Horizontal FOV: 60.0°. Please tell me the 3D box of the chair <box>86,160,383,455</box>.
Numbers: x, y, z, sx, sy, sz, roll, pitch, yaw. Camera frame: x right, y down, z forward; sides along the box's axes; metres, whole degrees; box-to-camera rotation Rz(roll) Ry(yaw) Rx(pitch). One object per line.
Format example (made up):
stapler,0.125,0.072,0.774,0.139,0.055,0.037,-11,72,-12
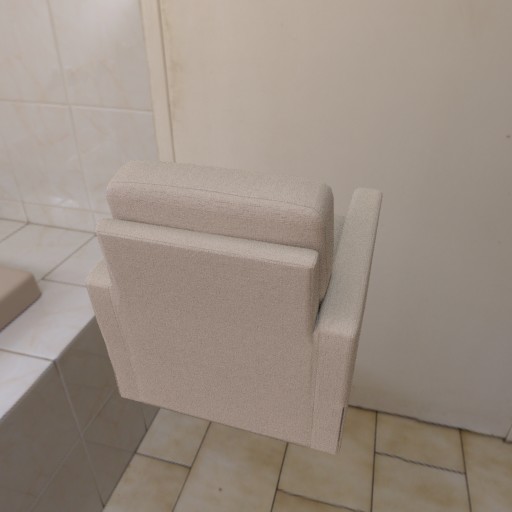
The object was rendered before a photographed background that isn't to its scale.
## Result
chair,0.000,0.000,1.500,0.755,0.827,0.888,9,32,15
